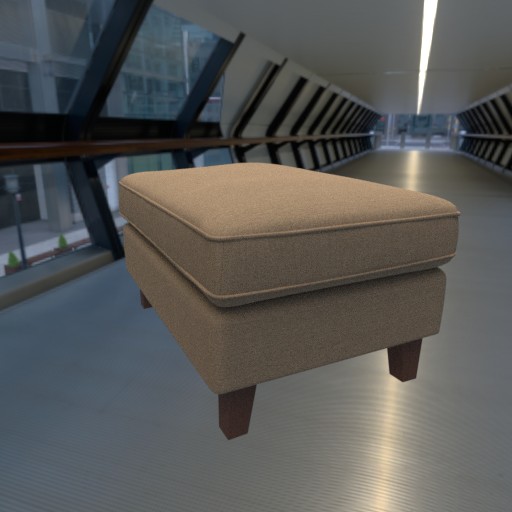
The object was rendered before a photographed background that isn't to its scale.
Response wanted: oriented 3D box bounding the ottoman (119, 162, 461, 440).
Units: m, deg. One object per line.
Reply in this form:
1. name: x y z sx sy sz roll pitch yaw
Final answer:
1. ottoman: 0.000 0.000 1.324 0.636 0.521 0.945 -8 18 -25
